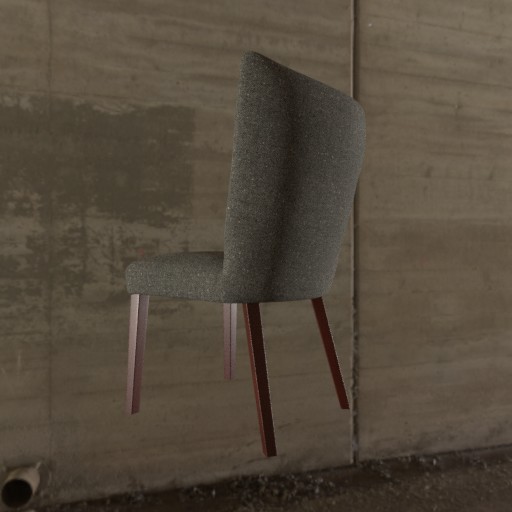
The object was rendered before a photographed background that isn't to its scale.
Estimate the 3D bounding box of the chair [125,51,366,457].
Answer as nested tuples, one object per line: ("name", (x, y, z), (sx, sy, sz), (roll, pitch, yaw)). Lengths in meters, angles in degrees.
("chair", (0.000, 0.000, 1.305), (0.623, 0.924, 0.535), (0, 0, 37))
